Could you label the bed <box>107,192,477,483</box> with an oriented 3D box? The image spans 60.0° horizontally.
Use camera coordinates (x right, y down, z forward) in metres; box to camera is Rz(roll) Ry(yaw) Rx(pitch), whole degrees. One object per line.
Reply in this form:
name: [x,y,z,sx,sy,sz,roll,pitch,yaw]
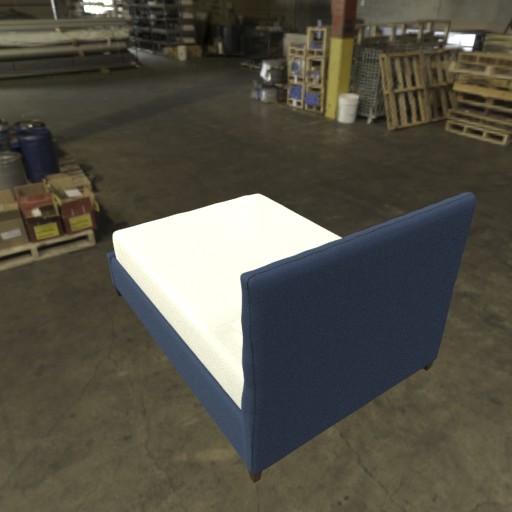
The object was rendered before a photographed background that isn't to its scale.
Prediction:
bed: [0.000,0.000,3.471,1.706,1.427,2.387,-19,35,-29]
